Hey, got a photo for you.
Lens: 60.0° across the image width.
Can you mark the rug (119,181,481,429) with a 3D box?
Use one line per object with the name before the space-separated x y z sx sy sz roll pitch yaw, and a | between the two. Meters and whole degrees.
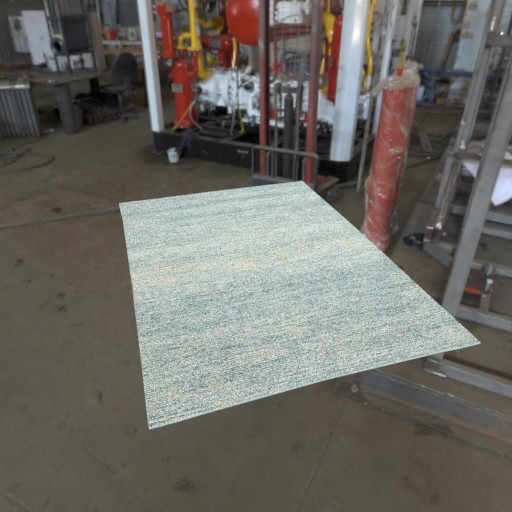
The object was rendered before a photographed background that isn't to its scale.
rug | 0.000 0.000 2.878 1.611 0.026 2.260 -9 32 -15
